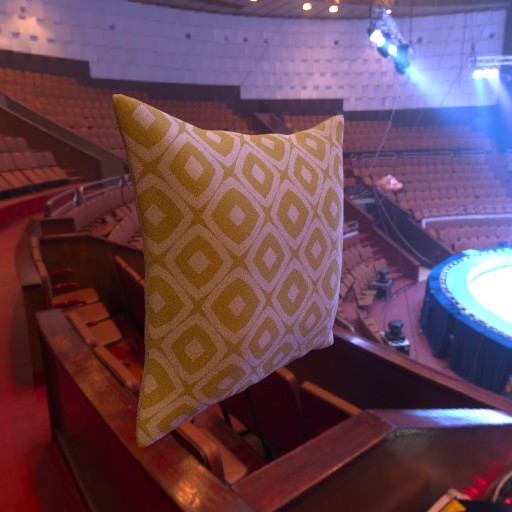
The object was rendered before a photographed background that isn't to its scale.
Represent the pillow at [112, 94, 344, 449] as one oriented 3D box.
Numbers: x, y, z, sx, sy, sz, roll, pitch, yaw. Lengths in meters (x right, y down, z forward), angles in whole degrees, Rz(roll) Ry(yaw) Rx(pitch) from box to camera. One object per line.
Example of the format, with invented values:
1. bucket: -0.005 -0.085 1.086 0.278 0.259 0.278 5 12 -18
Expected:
1. pillow: 0.000 0.000 0.770 0.188 0.494 0.504 12 18 42
